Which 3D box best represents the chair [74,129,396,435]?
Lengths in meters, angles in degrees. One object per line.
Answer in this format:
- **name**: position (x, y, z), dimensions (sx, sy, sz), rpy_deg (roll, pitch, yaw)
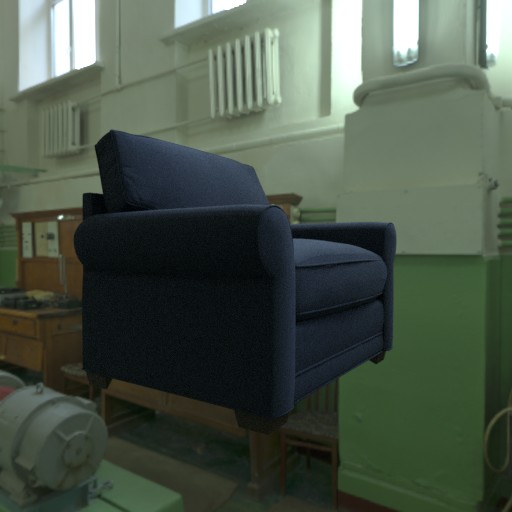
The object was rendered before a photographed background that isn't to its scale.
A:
- **chair**: position (0.000, 0.000, 1.987), dimensions (0.963, 1.044, 1.285), rpy_deg (1, 1, 34)
